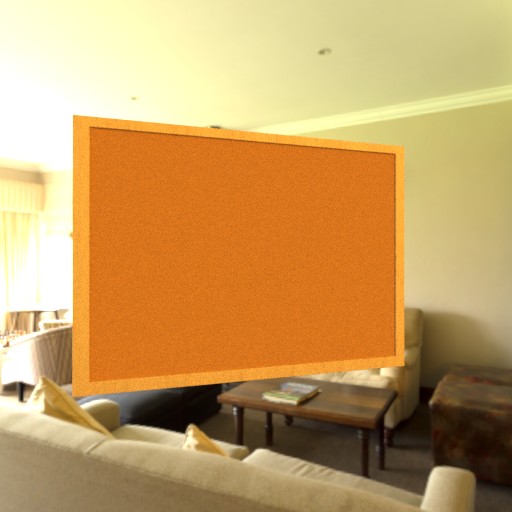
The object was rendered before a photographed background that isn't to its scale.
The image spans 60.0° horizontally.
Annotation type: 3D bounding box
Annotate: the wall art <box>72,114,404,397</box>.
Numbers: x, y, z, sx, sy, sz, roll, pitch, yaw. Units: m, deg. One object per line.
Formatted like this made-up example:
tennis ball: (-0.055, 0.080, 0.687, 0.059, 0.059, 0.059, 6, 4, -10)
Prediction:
wall art: (0.000, 0.000, 0.697, 0.532, 0.380, 0.032, 0, 0, -19)
